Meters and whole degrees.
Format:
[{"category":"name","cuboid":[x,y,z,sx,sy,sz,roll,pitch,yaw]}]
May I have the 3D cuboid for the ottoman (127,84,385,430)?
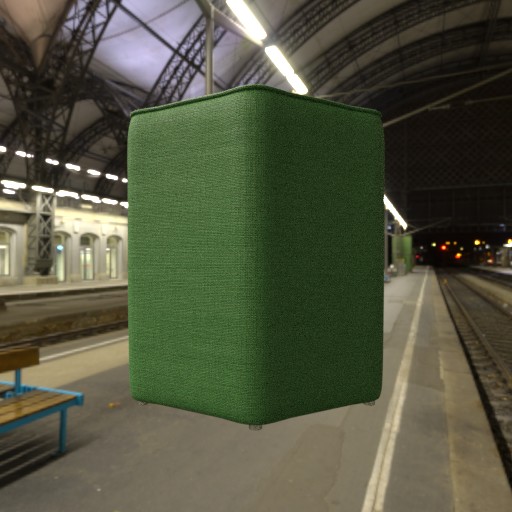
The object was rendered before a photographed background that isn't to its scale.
[{"category":"ottoman","cuboid":[0.000,0.000,0.872,0.444,0.507,0.499,0,0,0]}]
